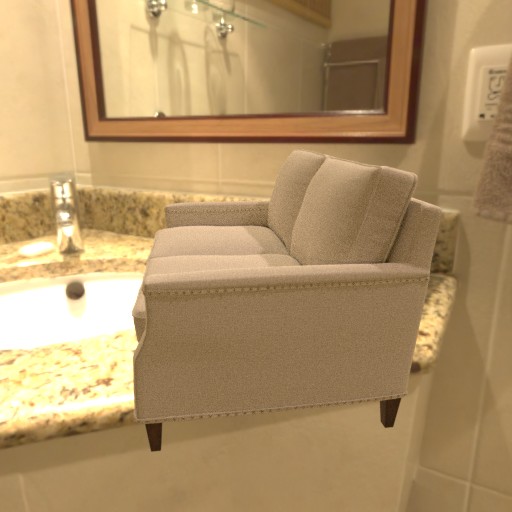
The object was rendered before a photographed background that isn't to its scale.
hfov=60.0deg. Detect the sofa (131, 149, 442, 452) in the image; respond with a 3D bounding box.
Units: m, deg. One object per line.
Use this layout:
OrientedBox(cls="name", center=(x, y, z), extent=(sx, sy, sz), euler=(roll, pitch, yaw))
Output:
OrientedBox(cls="sofa", center=(0.000, 0.000, 2.230), extent=(1.084, 1.003, 1.597), euler=(-2, 16, -8))
